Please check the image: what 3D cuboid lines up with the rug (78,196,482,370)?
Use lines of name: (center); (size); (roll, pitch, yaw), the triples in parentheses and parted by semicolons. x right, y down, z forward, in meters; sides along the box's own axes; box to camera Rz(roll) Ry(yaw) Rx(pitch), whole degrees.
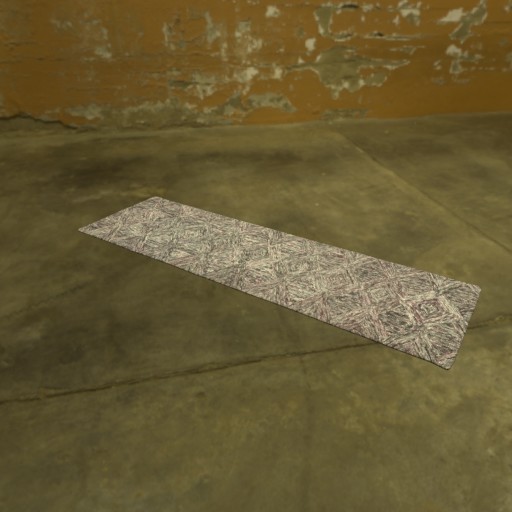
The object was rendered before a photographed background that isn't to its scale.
rug: (0.000, 0.000, 2.557); (2.305, 0.013, 0.719); (18, 34, 29)
